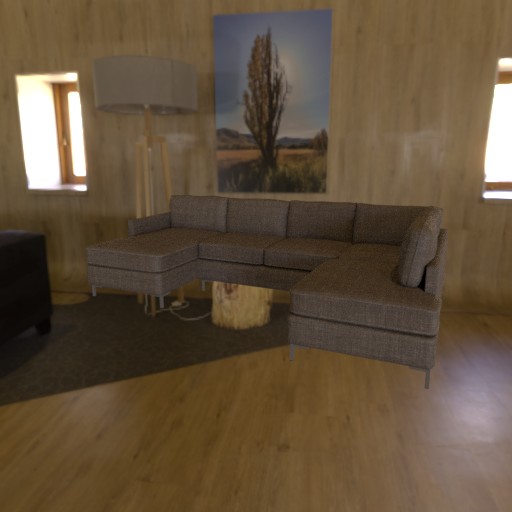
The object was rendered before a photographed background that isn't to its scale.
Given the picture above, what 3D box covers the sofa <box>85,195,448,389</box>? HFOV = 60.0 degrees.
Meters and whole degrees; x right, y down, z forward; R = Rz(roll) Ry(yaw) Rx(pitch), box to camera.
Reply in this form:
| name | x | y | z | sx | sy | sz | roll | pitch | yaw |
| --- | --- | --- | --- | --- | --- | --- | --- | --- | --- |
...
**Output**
| name | x | y | z | sx | sy | sz | roll | pitch | yaw |
| --- | --- | --- | --- | --- | --- | --- | --- | --- | --- |
| sofa | 0.000 | 0.000 | 4.314 | 3.423 | 0.999 | 2.048 | 6 | 14 | 24 |
